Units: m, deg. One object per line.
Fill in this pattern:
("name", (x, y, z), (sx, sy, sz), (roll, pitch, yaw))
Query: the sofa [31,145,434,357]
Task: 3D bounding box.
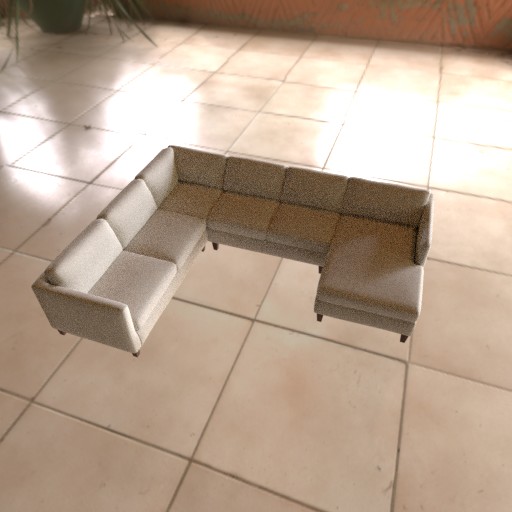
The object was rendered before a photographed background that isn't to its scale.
("sofa", (0.000, 0.000, 4.433), (3.238, 0.853, 2.551), (13, 44, 13))
